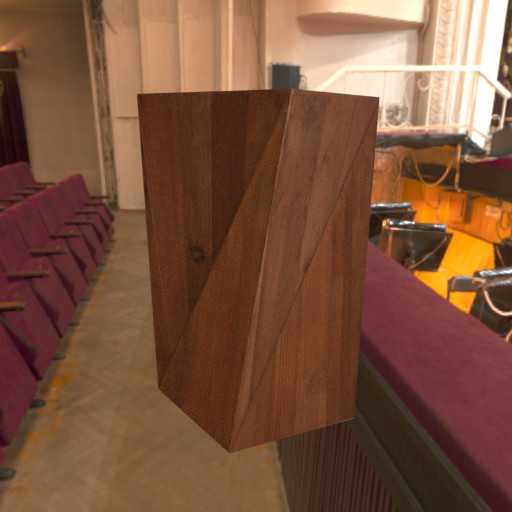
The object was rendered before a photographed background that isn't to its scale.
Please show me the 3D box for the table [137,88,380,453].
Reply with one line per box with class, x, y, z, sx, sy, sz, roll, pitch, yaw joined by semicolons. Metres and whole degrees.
table;0.000;0.000;0.896;0.425;0.604;0.441;-3;17;-10
